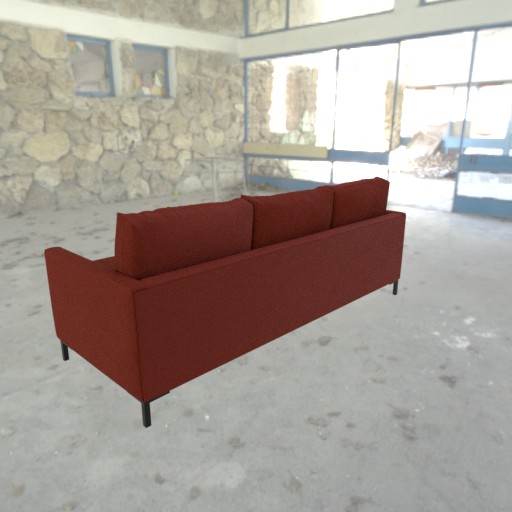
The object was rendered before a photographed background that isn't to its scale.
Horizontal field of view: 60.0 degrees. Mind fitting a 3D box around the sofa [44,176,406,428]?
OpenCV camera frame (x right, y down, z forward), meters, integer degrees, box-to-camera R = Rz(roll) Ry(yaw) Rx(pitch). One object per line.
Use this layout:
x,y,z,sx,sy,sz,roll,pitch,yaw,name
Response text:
0.000,0.000,2.759,0.875,0.879,2.252,15,22,42,sofa
